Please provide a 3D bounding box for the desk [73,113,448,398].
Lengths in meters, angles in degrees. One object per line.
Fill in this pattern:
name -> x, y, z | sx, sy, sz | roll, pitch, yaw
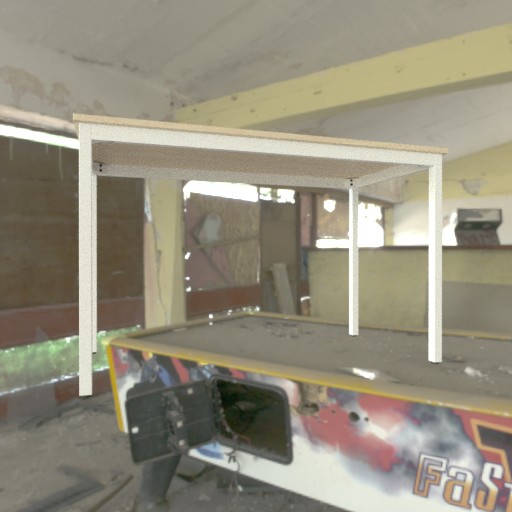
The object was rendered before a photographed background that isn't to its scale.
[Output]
desk -> 0.000, 0.000, 1.625 | 1.200, 0.750, 0.600 | 0, 0, -18
